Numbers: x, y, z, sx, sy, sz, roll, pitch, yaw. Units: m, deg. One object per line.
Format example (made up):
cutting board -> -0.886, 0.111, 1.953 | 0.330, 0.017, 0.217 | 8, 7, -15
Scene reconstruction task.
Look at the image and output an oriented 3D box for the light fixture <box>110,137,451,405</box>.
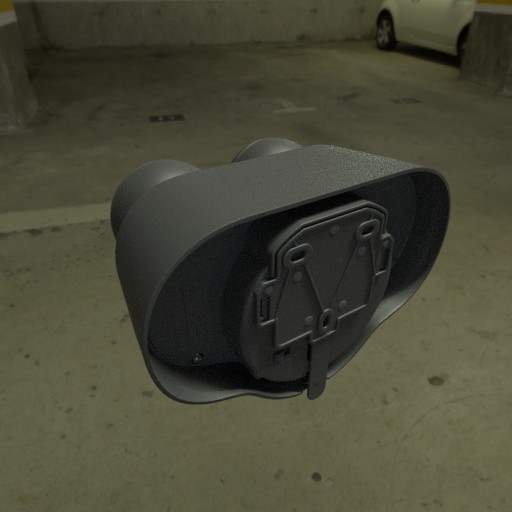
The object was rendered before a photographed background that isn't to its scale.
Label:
light fixture -> 0.000, 0.000, 0.330 | 0.229, 0.159, 0.159 | -19, 37, -28
